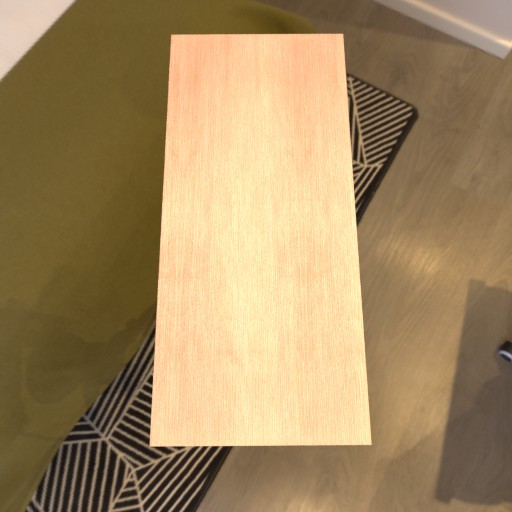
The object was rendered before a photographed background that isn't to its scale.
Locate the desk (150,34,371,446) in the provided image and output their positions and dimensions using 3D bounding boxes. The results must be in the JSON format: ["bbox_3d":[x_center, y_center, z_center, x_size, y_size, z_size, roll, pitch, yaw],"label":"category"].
[{"bbox_3d":[0.000,0.000,1.414,0.470,0.762,1.016,0,75,0],"label":"desk"}]
